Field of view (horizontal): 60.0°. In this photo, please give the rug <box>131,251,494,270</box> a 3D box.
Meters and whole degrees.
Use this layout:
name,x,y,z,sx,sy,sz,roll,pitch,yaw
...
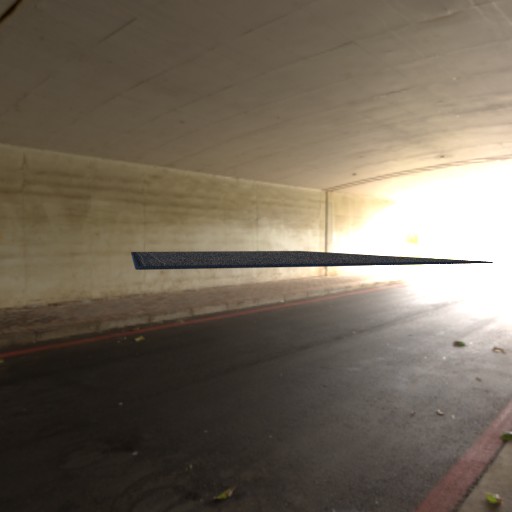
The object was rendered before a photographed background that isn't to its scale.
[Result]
name,x,y,z,sx,sy,sz,roll,pitch,yaw
rug,0.000,0.000,2.263,1.219,0.010,1.829,-1,2,-16
